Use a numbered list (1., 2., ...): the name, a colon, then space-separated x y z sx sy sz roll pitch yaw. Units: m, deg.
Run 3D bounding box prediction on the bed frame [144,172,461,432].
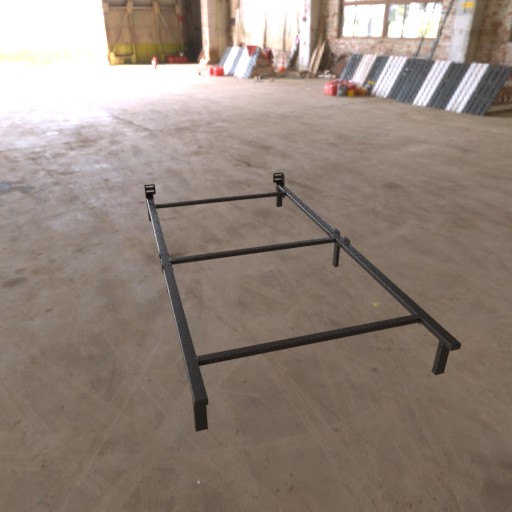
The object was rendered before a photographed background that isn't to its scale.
1. bed frame: 0.000 0.000 2.280 0.968 0.248 1.897 -8 29 -15
